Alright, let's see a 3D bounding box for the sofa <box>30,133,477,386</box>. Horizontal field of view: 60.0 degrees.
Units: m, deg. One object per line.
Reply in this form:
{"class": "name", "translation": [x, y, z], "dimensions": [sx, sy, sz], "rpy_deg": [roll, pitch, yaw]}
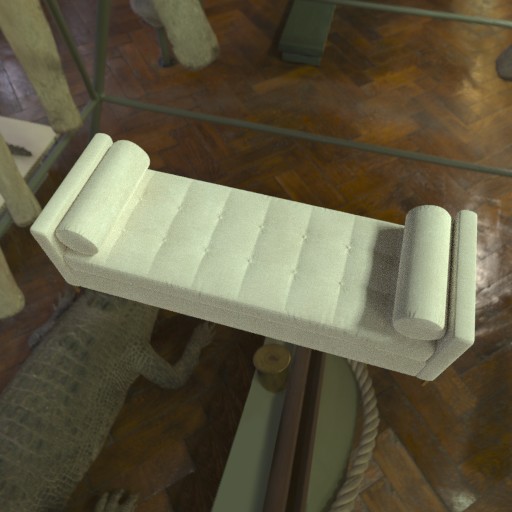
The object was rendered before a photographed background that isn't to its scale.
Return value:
{"class": "sofa", "translation": [0.000, 0.000, 2.308], "dimensions": [1.981, 0.635, 0.686], "rpy_deg": [14, 58, 9]}
